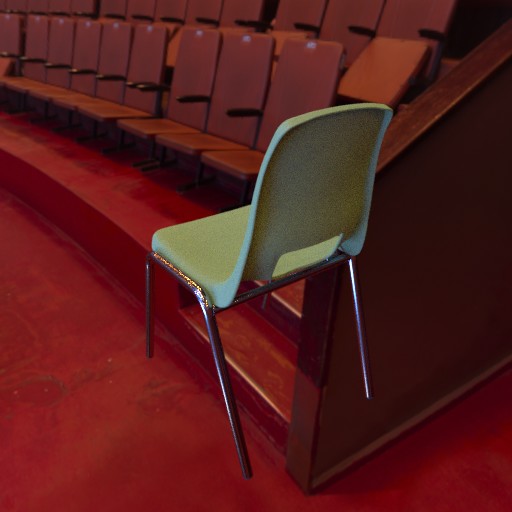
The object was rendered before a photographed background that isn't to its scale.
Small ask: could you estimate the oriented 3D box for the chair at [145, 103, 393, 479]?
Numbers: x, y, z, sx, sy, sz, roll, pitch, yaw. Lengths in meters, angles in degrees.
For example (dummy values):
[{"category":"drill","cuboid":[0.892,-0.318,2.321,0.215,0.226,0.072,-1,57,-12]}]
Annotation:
[{"category":"chair","cuboid":[0.000,0.000,0.909,0.381,0.653,0.436,-19,34,-31]}]
